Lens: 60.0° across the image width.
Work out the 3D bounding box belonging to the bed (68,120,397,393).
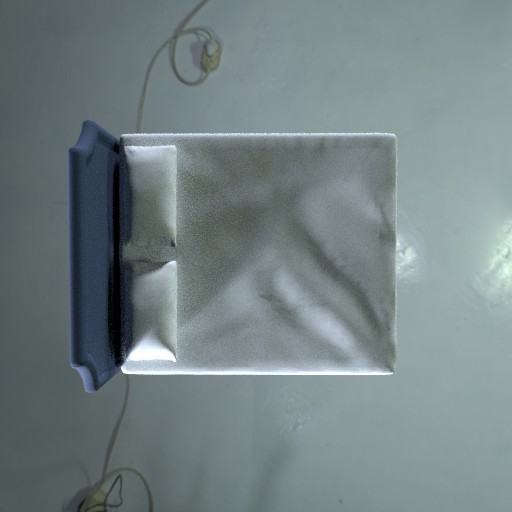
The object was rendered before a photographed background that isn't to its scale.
[{"bbox_3d":[0.000,0.000,4.012,2.773,1.488,2.350,0,91,1],"label":"bed"}]
